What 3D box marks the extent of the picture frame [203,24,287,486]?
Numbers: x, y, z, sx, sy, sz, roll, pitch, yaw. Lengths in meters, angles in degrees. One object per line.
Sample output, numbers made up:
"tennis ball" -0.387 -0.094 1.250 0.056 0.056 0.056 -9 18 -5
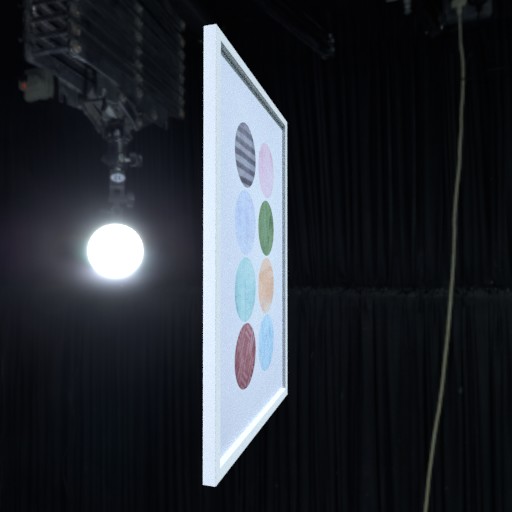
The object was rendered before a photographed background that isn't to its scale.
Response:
"picture frame" 0.000 0.000 0.563 0.013 0.434 0.305 0 -1 17
